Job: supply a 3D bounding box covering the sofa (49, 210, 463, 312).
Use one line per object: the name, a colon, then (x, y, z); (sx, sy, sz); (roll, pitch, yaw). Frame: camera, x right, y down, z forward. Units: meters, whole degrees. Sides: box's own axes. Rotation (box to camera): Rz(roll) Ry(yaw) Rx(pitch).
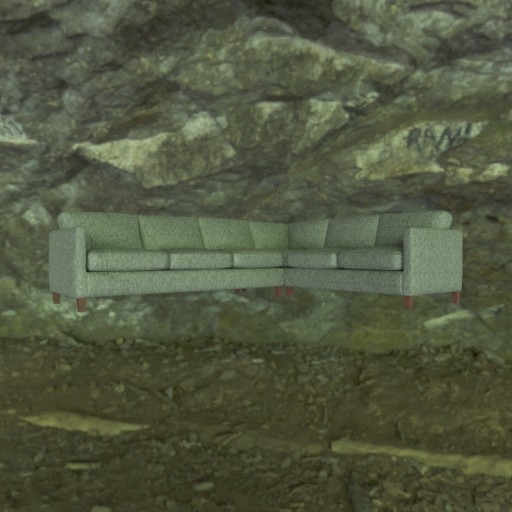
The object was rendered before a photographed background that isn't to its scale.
sofa: (0.000, 0.000, 4.408); (3.302, 0.947, 2.593); (0, 0, -38)
